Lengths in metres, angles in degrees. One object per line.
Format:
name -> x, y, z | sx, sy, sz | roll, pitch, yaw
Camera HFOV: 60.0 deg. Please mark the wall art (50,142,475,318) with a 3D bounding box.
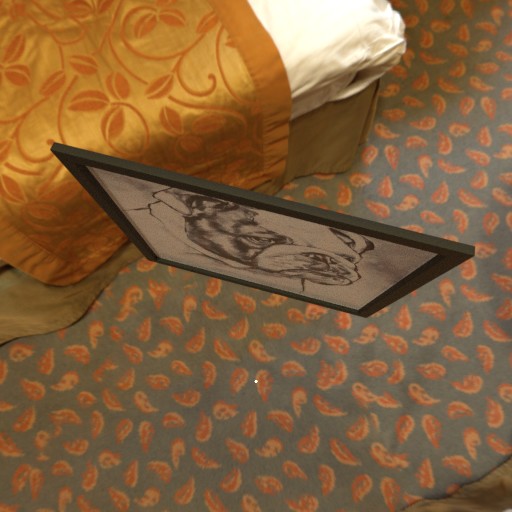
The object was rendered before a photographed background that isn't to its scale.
wall art -> 0.000, 0.000, 0.985 | 0.663, 0.659, 0.016 | 15, 75, 4
